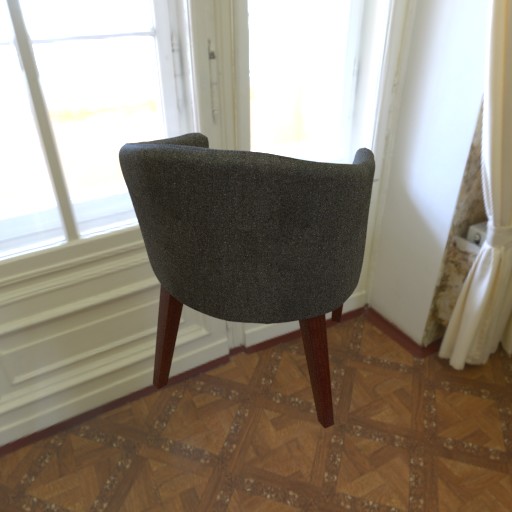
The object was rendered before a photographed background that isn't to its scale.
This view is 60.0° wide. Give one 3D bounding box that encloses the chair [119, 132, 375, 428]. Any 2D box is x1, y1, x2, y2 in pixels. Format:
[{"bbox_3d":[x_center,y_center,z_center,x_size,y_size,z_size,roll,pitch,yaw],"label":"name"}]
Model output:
[{"bbox_3d":[0.000,0.000,1.244,0.583,0.811,0.655,9,34,14],"label":"chair"}]
